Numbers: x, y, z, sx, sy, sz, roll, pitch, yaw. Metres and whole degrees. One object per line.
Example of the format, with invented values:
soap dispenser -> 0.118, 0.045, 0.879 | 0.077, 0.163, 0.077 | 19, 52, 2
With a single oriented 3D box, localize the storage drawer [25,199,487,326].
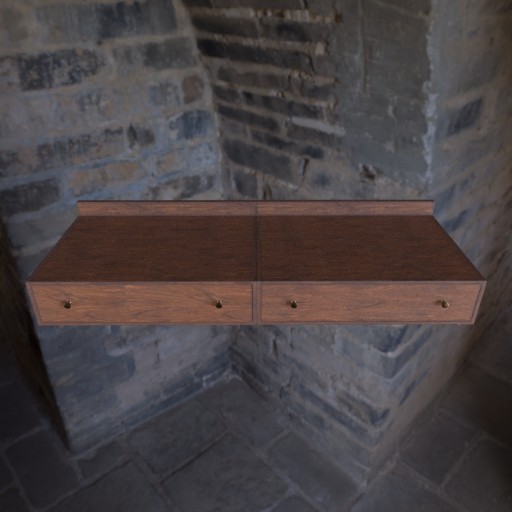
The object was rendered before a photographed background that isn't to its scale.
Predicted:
storage drawer -> 0.000, 0.000, 2.196 | 1.914, 0.339, 0.774 | 0, 30, 0
